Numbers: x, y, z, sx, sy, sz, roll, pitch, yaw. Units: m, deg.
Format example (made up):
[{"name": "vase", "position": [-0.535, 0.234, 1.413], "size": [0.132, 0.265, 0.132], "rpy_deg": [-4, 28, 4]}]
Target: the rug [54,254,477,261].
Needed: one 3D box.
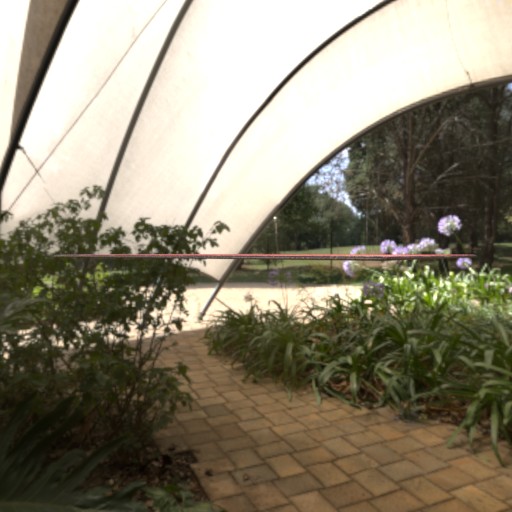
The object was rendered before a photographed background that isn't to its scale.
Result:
[{"name": "rug", "position": [0.000, 0.000, 3.012], "size": [2.449, 0.018, 1.539], "rpy_deg": [0, 1, 37]}]
